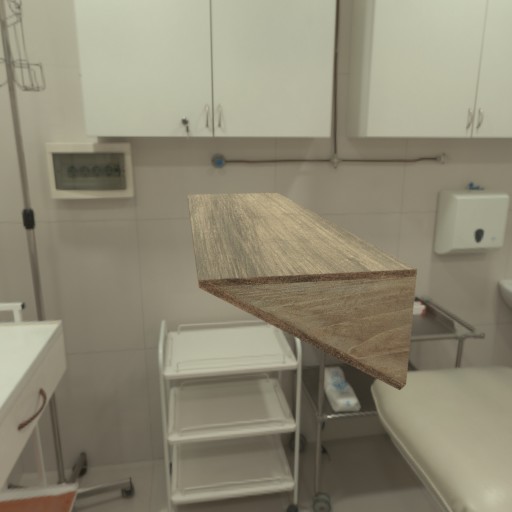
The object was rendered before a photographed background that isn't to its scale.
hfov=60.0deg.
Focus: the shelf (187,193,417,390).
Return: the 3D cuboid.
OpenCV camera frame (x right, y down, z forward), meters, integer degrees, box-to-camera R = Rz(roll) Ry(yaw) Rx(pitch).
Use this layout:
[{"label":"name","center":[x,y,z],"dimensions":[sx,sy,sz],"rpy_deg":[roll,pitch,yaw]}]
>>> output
[{"label":"shelf","center":[0.000,0.000,0.698],"dimensions":[0.200,0.125,0.610],"rpy_deg":[-2,15,-9]}]
